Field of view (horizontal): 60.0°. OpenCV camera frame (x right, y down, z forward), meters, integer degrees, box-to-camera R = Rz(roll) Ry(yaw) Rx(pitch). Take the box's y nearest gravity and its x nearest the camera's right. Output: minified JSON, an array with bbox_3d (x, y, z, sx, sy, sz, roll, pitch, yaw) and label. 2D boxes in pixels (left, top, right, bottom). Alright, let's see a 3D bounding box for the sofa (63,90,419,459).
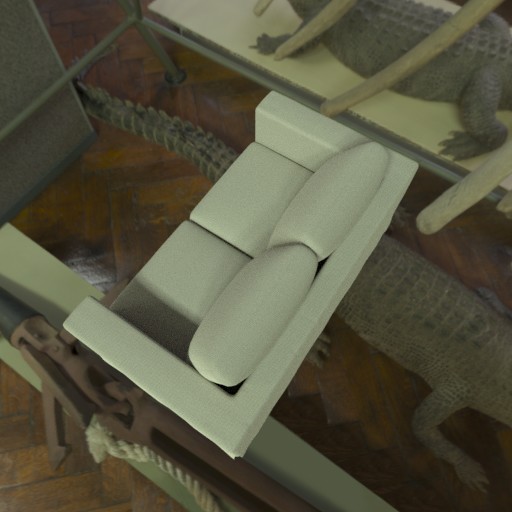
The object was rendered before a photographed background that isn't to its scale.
[{"bbox_3d":[0.000,0.000,2.450,1.009,0.932,1.813,32,69,14],"label":"sofa"}]
